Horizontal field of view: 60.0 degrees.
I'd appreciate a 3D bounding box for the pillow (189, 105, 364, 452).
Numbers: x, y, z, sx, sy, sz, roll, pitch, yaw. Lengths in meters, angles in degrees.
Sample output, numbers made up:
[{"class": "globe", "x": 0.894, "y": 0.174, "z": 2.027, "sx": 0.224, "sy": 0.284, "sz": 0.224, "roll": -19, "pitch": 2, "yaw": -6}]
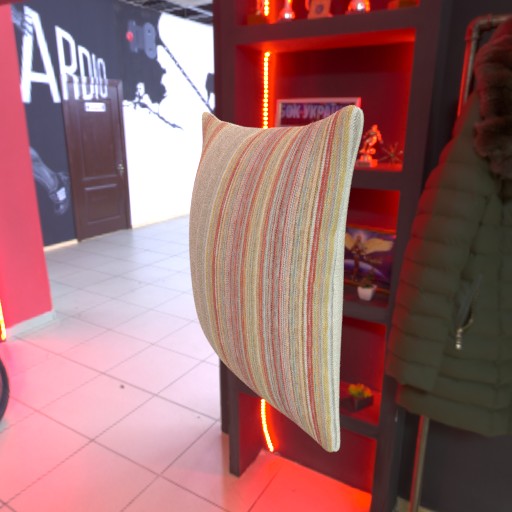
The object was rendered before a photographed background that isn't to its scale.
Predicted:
[{"class": "pillow", "x": 0.000, "y": 0.000, "z": 0.707, "sx": 0.191, "sy": 0.449, "sz": 0.451, "roll": -8, "pitch": 18, "yaw": -26}]
